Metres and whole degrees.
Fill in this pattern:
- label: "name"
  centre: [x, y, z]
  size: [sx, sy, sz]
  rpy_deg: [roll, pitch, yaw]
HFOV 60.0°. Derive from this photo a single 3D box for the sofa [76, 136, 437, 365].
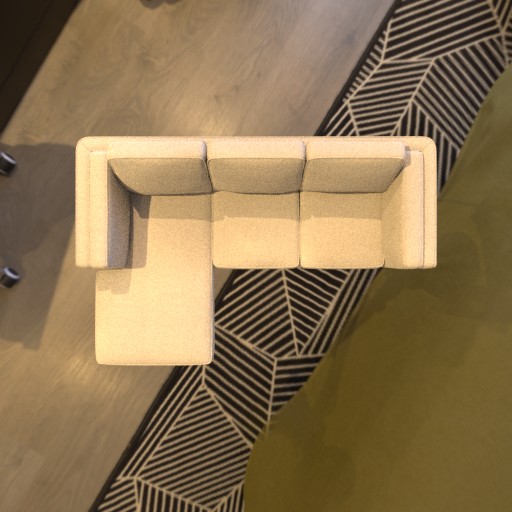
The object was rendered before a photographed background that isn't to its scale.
- label: "sofa"
  centre: [0.000, 0.000, 3.214]
  size: [2.411, 0.929, 1.604]
  rpy_deg: [0, 90, 0]
